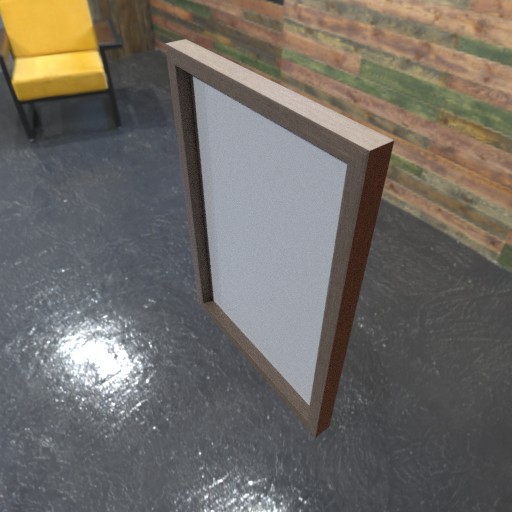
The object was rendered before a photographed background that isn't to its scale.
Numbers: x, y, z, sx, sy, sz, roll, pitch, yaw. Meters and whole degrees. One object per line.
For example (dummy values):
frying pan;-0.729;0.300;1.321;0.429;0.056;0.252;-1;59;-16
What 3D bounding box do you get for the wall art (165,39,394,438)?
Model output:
wall art;0.000;0.000;0.653;0.032;0.510;0.358;-27;48;-26
